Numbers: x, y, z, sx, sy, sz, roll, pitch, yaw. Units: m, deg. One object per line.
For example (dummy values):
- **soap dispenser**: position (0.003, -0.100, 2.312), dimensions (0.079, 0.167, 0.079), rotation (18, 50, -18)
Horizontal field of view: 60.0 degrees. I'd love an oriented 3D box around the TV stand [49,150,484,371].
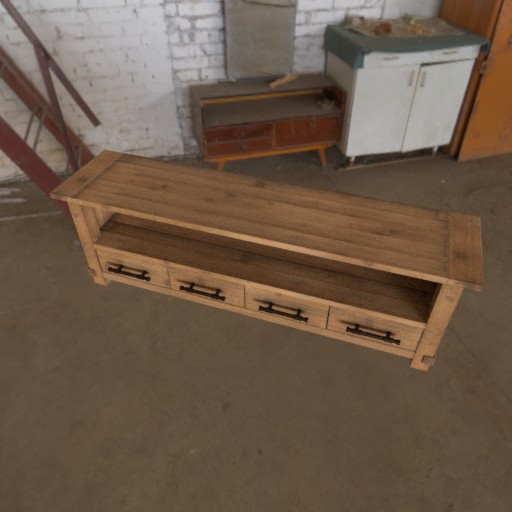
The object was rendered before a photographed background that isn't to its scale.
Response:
- **TV stand**: position (0.000, 0.000, 2.081), dimensions (1.804, 0.573, 0.453), rotation (13, 42, 14)
